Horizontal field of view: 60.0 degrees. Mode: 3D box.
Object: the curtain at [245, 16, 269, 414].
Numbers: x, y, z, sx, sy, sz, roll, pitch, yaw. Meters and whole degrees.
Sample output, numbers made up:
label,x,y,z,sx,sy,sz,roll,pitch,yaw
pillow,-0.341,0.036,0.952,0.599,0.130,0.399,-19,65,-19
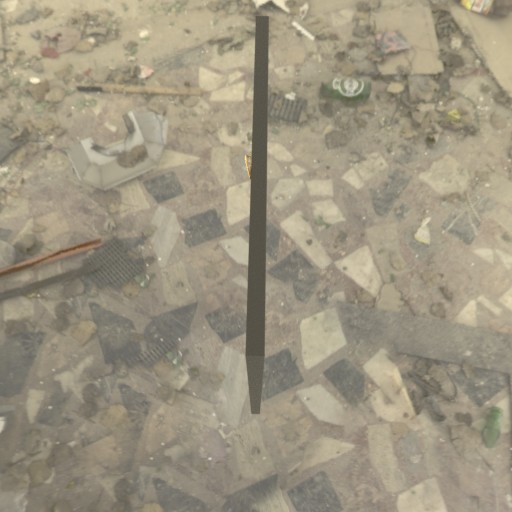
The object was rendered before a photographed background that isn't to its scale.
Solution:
label,x,y,z,sx,sy,sz,roll,pitch,yaw
curtain,0.000,0.000,0.796,0.027,0.585,0.483,1,65,0
